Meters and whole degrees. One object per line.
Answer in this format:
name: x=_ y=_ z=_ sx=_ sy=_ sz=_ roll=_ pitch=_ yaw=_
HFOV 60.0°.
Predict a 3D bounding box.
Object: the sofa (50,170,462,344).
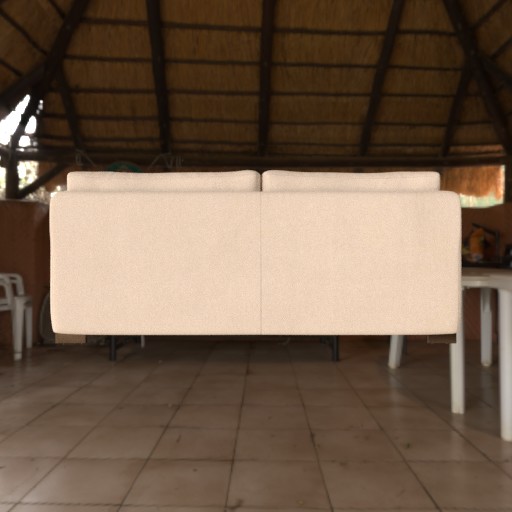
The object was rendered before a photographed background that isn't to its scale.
sofa: x=0.000 y=0.000 z=2.732 sx=2.147 sy=0.925 sz=0.929 roll=0 pitch=-1 yaw=0
